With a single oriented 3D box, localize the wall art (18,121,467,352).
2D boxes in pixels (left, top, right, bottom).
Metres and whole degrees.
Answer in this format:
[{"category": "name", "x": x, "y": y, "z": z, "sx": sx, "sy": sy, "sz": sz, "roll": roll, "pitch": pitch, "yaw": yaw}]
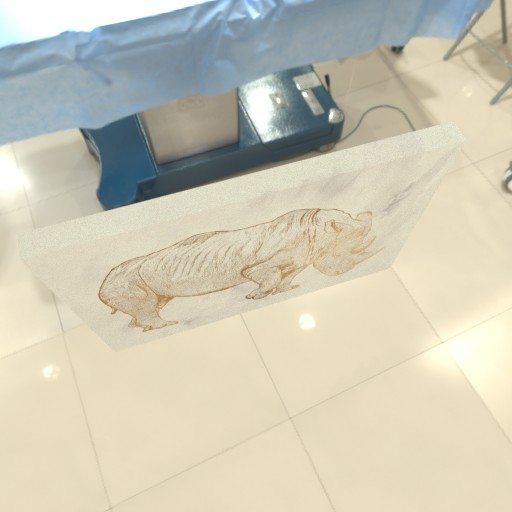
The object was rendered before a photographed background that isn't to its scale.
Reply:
[{"category": "wall art", "x": 0.000, "y": 0.000, "z": 0.764, "sx": 0.609, "sy": 0.407, "sz": 0.038, "roll": -16, "pitch": 63, "yaw": -8}]
